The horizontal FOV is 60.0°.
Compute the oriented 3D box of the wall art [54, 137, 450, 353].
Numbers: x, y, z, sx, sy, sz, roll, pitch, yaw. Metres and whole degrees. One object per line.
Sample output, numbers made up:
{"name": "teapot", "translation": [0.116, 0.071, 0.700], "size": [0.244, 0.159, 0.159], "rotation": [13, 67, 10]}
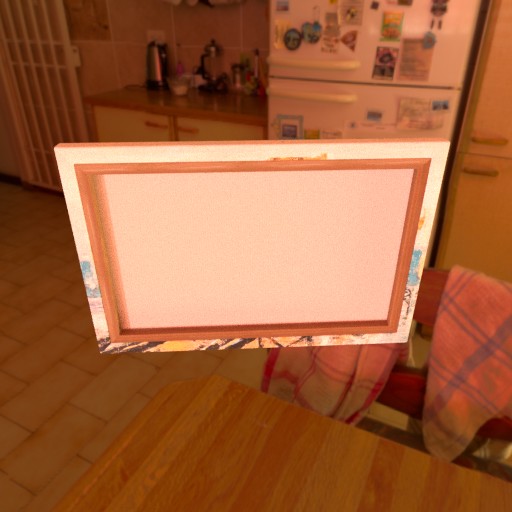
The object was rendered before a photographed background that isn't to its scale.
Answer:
{"name": "wall art", "translation": [0.000, 0.000, 1.183], "size": [0.913, 0.609, 0.038], "rotation": [-2, 29, -3]}
